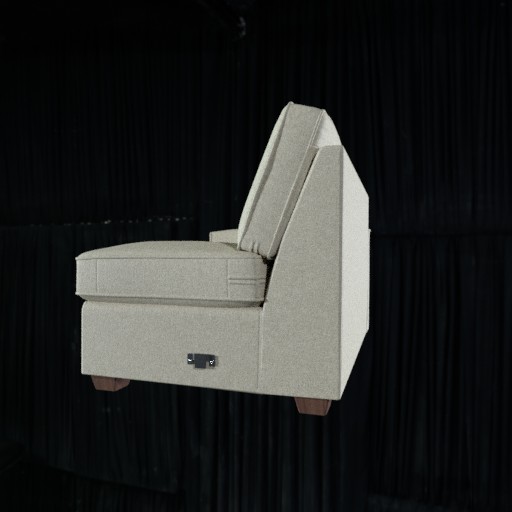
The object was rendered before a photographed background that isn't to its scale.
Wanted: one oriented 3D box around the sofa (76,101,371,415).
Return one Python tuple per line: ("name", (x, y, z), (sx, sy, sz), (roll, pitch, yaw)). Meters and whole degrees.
("sofa", (0.000, 0.000, 2.114), (0.991, 0.989, 1.388), (0, 0, 18))
